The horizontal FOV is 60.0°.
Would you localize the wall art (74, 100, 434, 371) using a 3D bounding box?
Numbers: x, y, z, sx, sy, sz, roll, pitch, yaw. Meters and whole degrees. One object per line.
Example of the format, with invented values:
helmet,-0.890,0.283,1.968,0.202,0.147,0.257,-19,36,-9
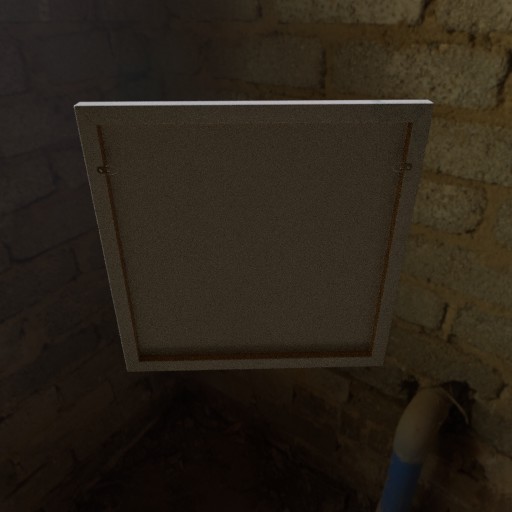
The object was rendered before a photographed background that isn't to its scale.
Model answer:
wall art,0.000,0.000,1.142,0.762,0.762,0.041,-1,31,-2
